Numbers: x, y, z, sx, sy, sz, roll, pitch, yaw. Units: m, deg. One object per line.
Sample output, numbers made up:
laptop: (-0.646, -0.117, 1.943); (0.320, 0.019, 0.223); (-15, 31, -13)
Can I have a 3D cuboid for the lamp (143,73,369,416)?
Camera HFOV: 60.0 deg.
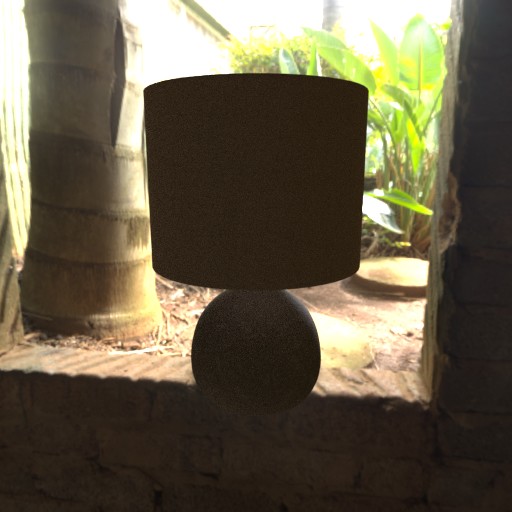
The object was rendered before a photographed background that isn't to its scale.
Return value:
lamp: (0.000, 0.000, 0.587); (0.269, 0.409, 0.269); (-6, 14, -25)
